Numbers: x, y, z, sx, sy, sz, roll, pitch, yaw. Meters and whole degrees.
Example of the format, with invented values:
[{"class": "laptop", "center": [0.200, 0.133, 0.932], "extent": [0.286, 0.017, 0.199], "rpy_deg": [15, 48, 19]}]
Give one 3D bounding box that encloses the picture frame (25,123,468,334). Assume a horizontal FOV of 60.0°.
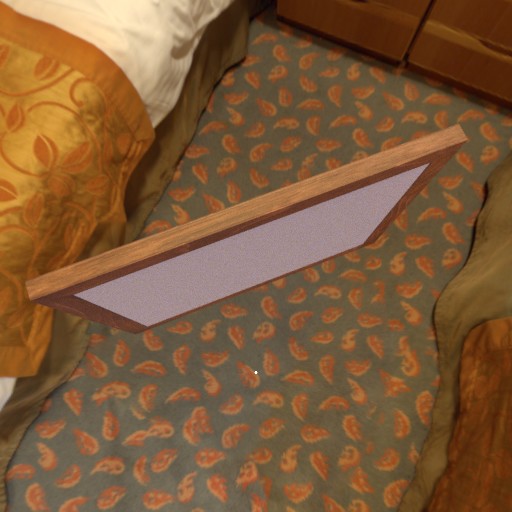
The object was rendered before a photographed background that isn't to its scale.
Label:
[{"class": "picture frame", "center": [0.000, 0.000, 0.752], "extent": [0.559, 0.457, 0.025], "rpy_deg": [-21, 76, -5]}]
